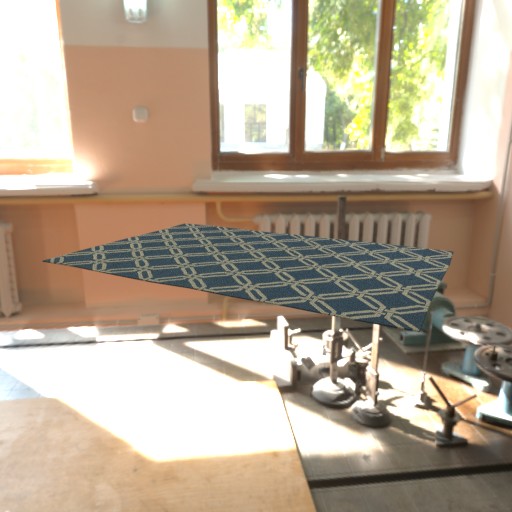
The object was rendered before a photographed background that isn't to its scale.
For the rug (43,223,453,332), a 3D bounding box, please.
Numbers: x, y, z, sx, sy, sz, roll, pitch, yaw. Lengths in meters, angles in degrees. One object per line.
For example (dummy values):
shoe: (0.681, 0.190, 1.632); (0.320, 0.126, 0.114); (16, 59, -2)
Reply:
rug: (0.000, 0.000, 2.234); (1.755, 0.010, 1.153); (8, 16, 27)
